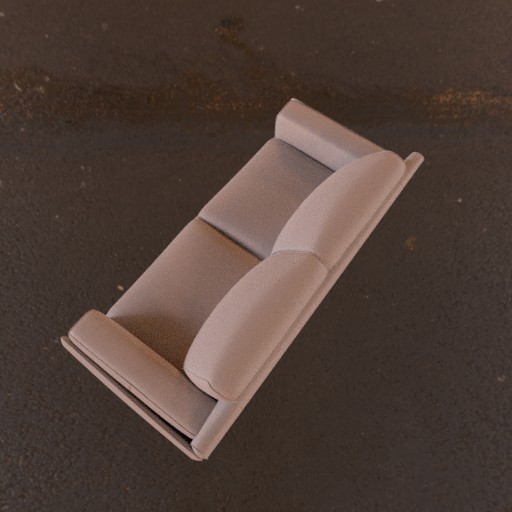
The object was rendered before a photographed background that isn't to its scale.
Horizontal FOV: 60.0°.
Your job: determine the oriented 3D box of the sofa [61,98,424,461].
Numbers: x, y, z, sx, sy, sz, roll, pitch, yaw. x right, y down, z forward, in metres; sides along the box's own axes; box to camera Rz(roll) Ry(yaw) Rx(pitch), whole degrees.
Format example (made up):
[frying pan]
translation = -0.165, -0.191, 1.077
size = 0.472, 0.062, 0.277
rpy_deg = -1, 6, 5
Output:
[sofa]
translation = 0.000, 0.000, 2.586
size = 1.049, 0.930, 2.101
rpy_deg = 34, 69, 15
